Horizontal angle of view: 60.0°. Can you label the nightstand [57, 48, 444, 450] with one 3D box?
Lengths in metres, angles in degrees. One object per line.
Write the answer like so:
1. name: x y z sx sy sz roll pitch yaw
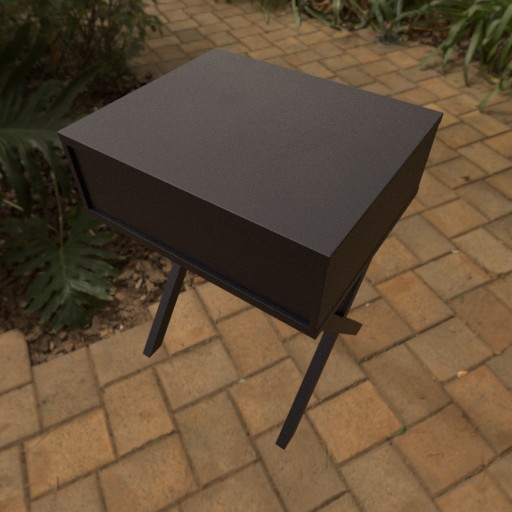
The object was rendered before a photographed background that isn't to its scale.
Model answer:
1. nightstand: 0.000 0.000 0.937 0.479 0.623 0.402 26 52 23
